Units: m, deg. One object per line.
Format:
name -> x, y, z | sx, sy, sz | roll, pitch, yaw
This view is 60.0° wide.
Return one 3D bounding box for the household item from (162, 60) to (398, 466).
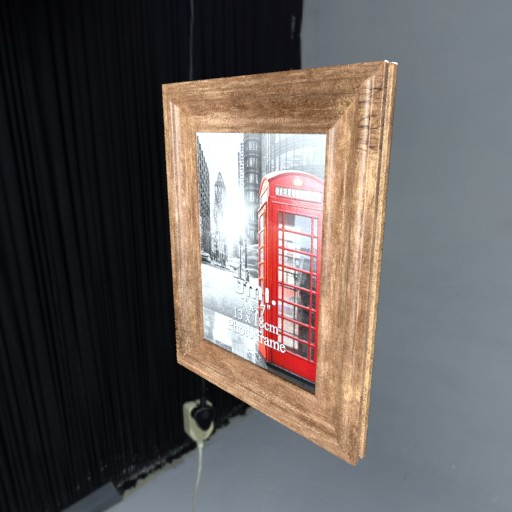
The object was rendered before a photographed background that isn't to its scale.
household item -> 0.000, 0.000, 0.313 | 0.186, 0.237, 0.018 | 15, 22, 42
